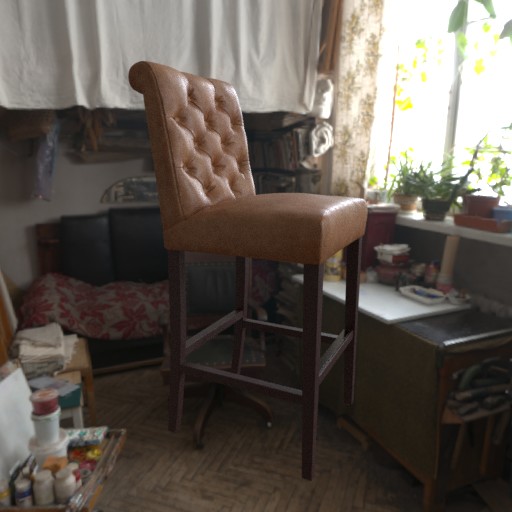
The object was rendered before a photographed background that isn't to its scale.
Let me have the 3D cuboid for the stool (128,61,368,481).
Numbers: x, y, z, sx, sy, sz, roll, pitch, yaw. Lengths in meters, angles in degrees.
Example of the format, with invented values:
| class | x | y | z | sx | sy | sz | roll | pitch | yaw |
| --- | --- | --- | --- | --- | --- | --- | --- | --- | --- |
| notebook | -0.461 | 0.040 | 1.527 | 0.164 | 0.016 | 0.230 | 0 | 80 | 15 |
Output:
| class | x | y | z | sx | sy | sz | roll | pitch | yaw |
| --- | --- | --- | --- | --- | --- | --- | --- | --- | --- |
| stool | 0.000 | 0.000 | 1.424 | 0.601 | 1.140 | 0.493 | 7 | 15 | 26 |
